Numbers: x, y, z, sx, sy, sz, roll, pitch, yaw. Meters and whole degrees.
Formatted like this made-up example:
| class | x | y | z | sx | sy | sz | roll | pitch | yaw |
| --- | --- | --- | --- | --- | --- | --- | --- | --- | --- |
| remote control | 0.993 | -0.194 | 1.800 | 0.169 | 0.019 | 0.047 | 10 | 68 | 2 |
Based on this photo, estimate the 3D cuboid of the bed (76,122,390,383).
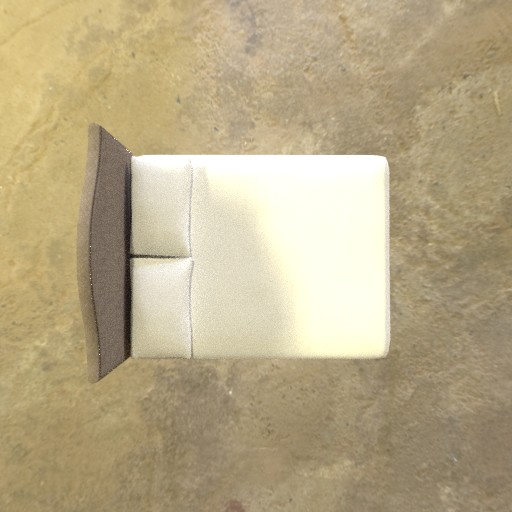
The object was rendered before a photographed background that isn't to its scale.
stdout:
| class | x | y | z | sx | sy | sz | roll | pitch | yaw |
| --- | --- | --- | --- | --- | --- | --- | --- | --- | --- |
| bed | 0.000 | 0.000 | 3.354 | 2.153 | 1.518 | 1.713 | 0 | 89 | 0 |
